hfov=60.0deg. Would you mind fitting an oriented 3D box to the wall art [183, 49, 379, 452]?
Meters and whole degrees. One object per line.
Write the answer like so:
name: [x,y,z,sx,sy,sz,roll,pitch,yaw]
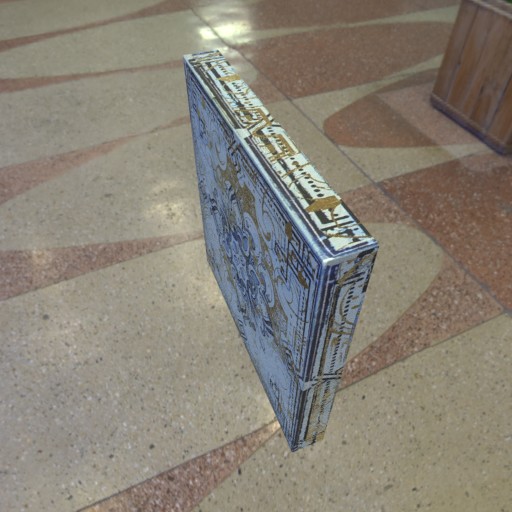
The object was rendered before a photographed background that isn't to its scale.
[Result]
wall art: [0.000,0.000,0.466,0.038,0.306,0.302,-16,49,-15]
